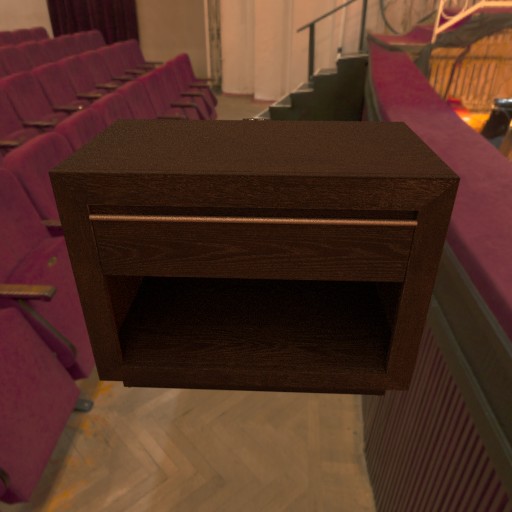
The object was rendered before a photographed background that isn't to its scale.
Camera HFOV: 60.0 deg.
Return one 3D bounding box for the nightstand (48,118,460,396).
[{"bbox_3d":[0.000,0.000,1.176,0.775,0.612,0.457,1,30,2],"label":"nightstand"}]
